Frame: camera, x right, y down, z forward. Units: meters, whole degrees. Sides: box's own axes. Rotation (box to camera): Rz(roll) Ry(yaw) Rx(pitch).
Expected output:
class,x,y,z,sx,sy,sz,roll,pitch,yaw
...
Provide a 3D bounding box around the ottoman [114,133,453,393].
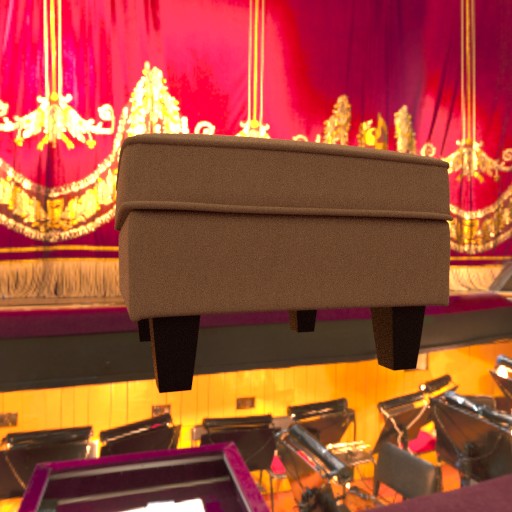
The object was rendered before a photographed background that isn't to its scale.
class,x,y,z,sx,sy,sz,roll,pitch,yaw
ottoman,0.000,0.000,1.020,0.616,0.438,0.613,0,0,-19
